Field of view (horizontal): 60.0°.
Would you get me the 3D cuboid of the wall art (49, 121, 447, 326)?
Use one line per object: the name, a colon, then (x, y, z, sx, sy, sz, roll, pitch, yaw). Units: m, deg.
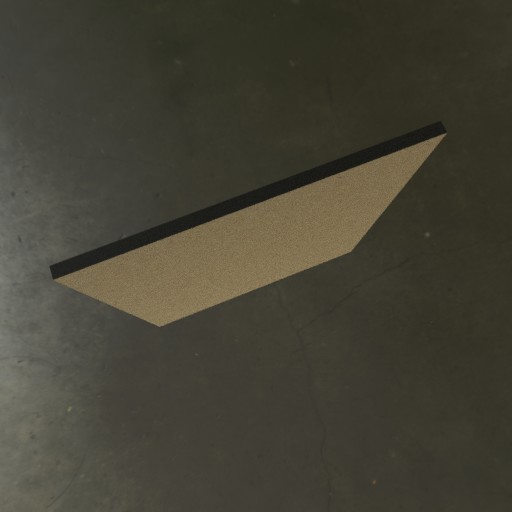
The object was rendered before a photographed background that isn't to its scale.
wall art: (0.000, 0.000, 1.211, 0.755, 0.863, 0.028, -21, 77, -5)
